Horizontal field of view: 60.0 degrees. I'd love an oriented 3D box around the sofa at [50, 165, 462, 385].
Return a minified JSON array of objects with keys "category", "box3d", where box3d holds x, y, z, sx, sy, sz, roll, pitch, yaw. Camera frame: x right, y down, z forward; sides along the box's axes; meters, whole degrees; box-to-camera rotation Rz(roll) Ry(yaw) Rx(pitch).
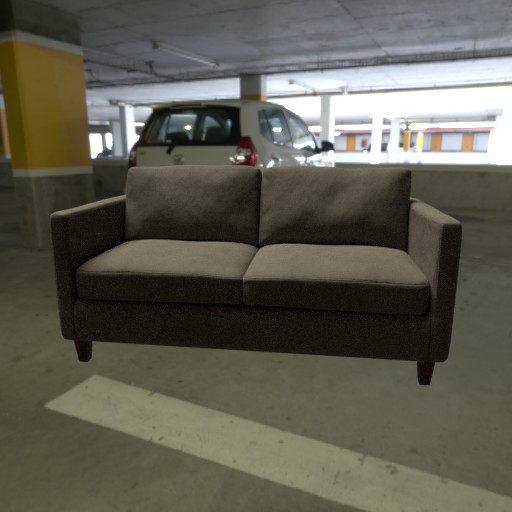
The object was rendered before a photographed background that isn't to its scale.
[{"category":"sofa","box3d":[0.000,0.000,2.447,1.884,0.963,0.950,2,14,8]}]
